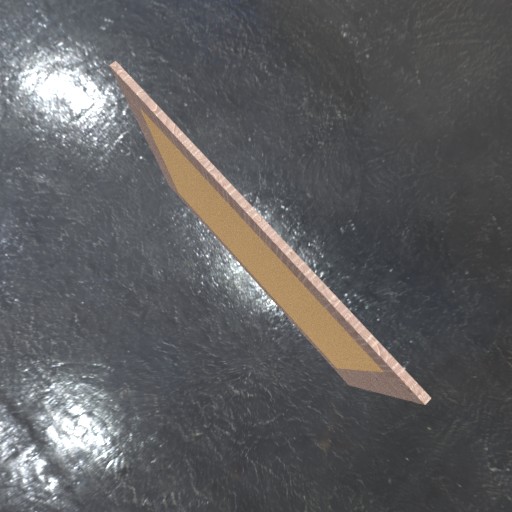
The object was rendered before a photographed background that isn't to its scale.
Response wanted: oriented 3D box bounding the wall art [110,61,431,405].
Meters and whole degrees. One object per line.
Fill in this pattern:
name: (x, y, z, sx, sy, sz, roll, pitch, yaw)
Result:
wall art: (0.000, 0.000, 1.361, 0.020, 0.761, 1.056, -41, 80, -9)
